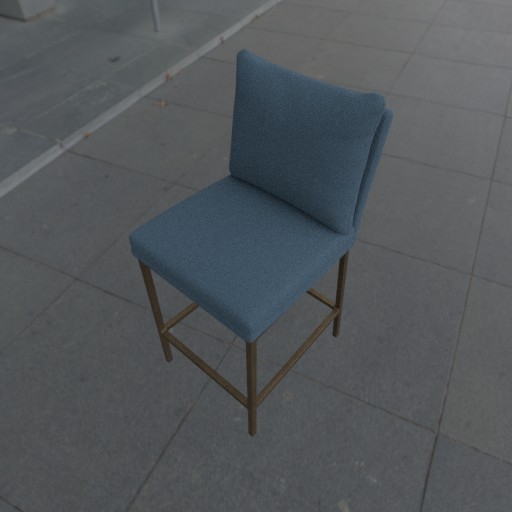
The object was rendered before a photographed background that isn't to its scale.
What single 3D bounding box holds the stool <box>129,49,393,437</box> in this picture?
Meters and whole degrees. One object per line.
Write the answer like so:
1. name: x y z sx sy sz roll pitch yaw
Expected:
1. stool: 0.000 0.000 1.361 0.463 1.032 0.568 32 54 27
